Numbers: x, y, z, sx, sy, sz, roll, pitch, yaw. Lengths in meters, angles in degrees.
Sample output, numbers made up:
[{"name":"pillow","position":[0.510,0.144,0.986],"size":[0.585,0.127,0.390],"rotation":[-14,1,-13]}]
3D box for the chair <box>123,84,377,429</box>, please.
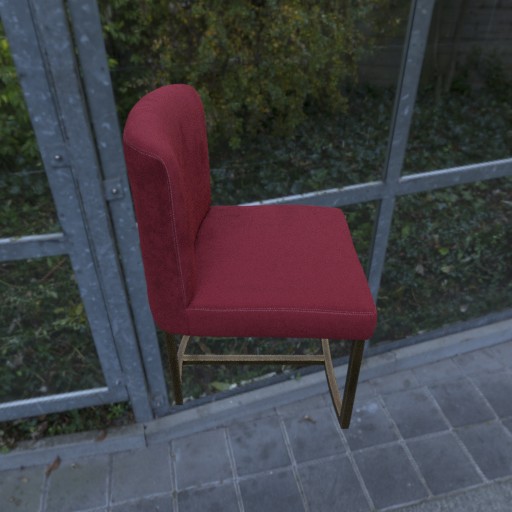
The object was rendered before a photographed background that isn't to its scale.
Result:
[{"name":"chair","position":[0.000,0.000,1.208],"size":[0.560,0.824,0.530],"rotation":[0,33,0]}]
